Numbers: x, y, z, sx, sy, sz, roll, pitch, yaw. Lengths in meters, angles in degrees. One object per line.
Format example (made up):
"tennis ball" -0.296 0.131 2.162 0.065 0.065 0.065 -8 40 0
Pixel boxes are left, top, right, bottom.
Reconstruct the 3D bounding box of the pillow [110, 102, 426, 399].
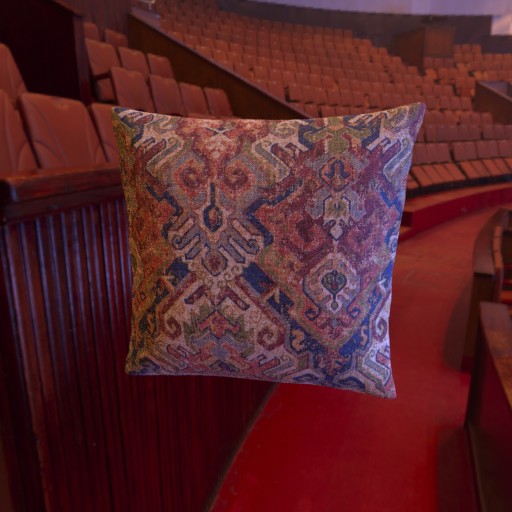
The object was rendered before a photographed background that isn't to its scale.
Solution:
"pillow" 0.000 0.000 0.779 0.523 0.506 0.166 3 15 9
